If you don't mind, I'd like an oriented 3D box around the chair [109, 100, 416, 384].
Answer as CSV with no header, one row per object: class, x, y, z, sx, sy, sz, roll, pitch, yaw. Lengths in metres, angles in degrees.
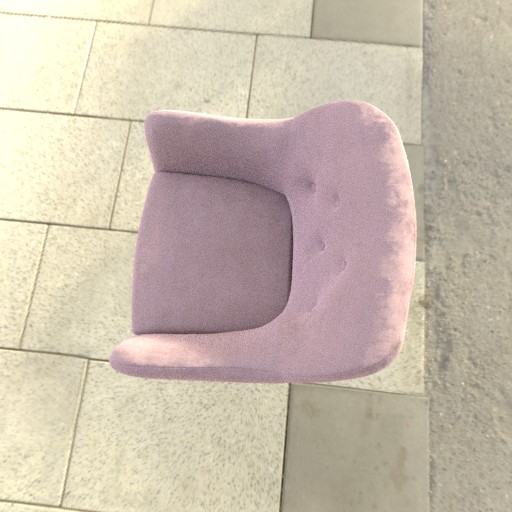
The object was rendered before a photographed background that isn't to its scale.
chair,0.000,0.000,1.506,0.820,0.820,0.840,4,75,1
